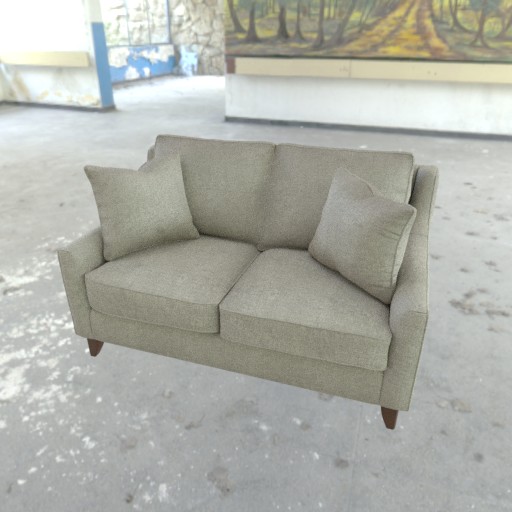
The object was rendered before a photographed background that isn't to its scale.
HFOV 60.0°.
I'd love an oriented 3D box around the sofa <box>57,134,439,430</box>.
[{"bbox_3d":[0.000,0.000,1.936,1.422,0.863,0.915,9,28,16],"label":"sofa"}]
